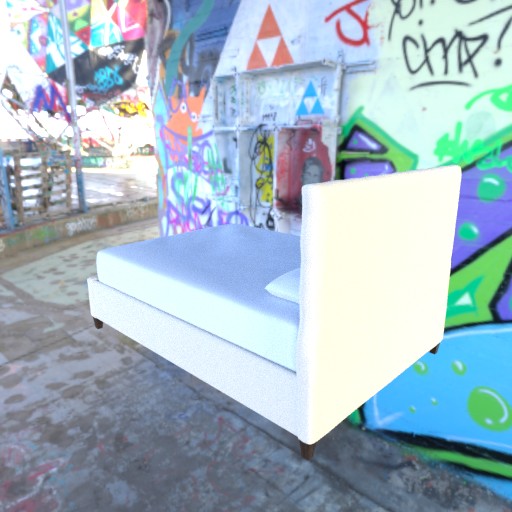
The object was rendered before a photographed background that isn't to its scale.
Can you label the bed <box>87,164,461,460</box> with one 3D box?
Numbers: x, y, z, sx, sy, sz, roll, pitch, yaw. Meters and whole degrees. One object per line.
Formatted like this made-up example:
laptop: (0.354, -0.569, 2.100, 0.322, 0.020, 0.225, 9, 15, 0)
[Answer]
bed: (0.000, 0.000, 3.457, 2.387, 1.427, 1.698, 15, 21, 42)
